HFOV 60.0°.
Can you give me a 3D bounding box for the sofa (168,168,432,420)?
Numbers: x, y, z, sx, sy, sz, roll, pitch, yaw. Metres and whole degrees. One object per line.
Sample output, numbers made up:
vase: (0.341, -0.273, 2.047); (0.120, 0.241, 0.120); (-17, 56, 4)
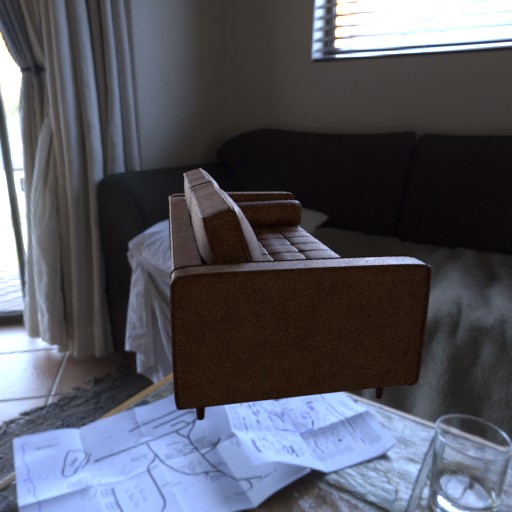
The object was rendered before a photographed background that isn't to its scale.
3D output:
sofa: (0.000, 0.000, 2.404); (0.924, 0.825, 1.920); (-3, 16, -11)
